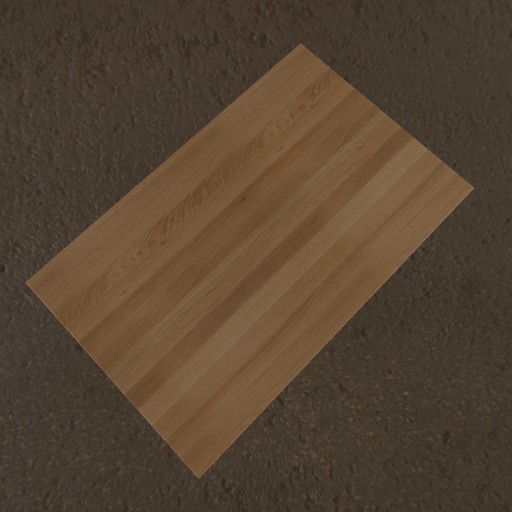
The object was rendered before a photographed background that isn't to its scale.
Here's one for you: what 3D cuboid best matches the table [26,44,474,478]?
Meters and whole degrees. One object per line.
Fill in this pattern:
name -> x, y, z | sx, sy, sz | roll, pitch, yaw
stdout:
table -> 0.000, 0.000, 1.506 | 1.100, 0.510, 0.700 | -44, 80, -10
